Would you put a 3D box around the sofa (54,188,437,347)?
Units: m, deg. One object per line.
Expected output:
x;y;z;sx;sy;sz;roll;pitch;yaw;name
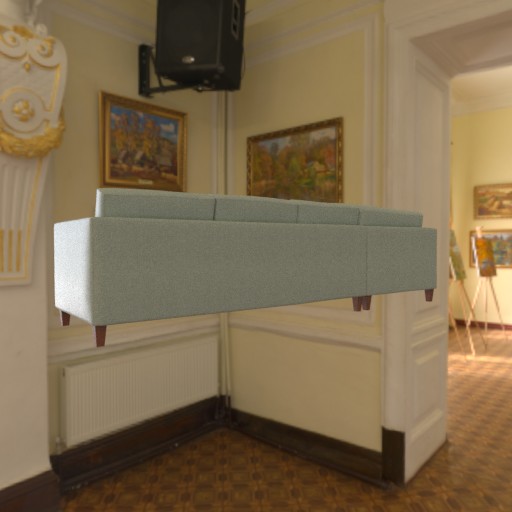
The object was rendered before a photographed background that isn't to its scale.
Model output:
0.000;0.000;4.131;3.470;0.953;1.600;-1;2;-36;sofa
